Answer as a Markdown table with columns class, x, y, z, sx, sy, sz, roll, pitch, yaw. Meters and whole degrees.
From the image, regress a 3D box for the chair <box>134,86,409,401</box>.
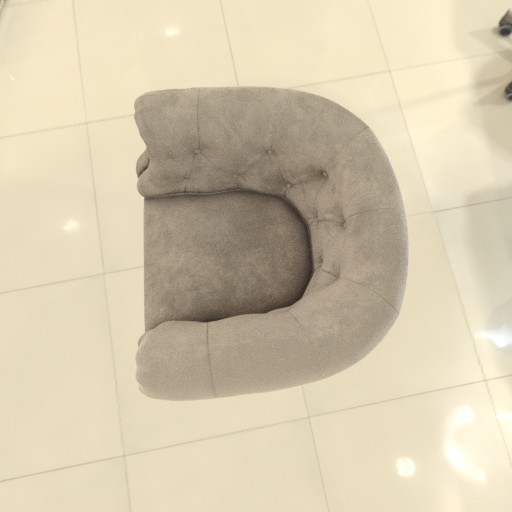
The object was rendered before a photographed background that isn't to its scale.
| class | x | y | z | sx | sy | sz | roll | pitch | yaw |
| --- | --- | --- | --- | --- | --- | --- | --- | --- | --- |
| chair | 0.000 | 0.000 | 1.566 | 0.851 | 0.826 | 0.904 | -4 | 76 | -1 |
